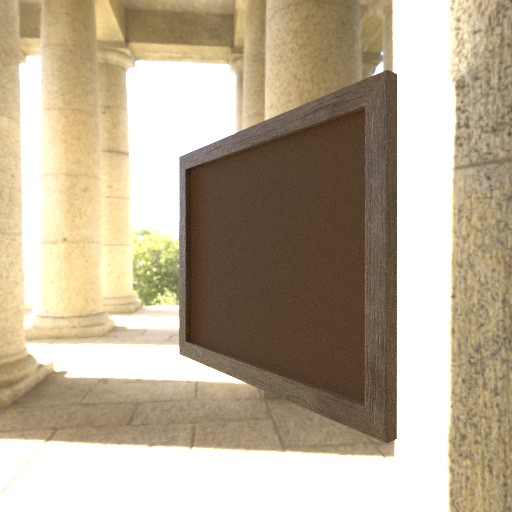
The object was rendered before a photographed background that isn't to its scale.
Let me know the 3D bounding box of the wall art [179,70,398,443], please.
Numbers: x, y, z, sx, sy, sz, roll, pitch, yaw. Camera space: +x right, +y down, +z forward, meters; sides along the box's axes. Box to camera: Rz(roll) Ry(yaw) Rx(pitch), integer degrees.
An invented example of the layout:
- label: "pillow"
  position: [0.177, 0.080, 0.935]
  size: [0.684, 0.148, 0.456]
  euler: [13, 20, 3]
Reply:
- label: "wall art"
  position: [0.000, 0.000, 0.924]
  size: [0.026, 0.535, 0.690]
  euler: [0, 0, -35]
